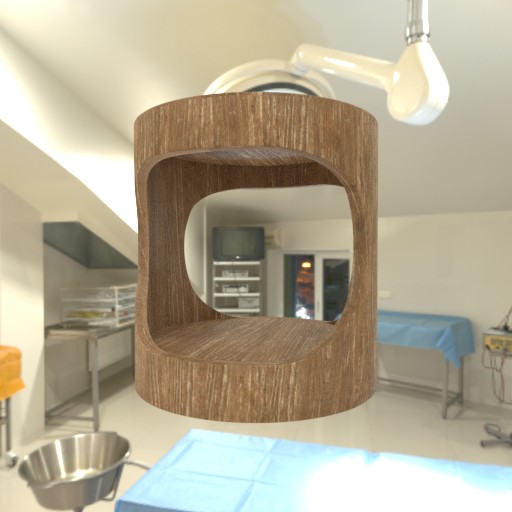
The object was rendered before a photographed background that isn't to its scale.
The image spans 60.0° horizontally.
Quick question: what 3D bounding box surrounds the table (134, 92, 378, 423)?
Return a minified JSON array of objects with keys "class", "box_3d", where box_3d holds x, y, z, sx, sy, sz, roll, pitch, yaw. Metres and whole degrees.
[{"class":"table","box_3d":[0.000,0.000,0.997,0.527,0.551,0.527,0,1,0]}]
